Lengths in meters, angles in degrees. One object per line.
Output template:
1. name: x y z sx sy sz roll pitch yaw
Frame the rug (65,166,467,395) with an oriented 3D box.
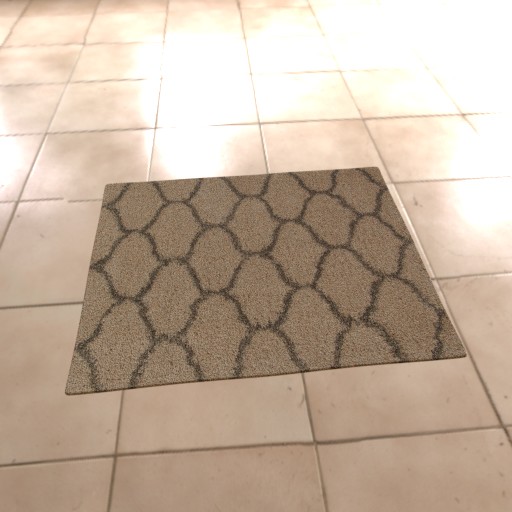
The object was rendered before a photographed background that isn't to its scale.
1. rug: 0.000 0.000 4.064 3.000 0.026 2.399 -4 48 -4
